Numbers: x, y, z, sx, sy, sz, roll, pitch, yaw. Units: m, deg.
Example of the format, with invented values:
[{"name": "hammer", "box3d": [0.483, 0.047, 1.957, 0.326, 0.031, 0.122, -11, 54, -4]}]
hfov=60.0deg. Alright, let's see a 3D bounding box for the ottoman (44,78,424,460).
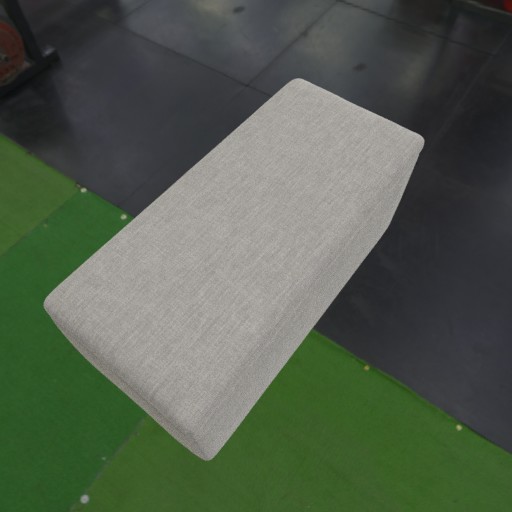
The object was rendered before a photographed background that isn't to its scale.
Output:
[{"name": "ottoman", "box3d": [0.000, 0.000, 1.145, 0.419, 0.432, 0.902, 33, 64, 19]}]
